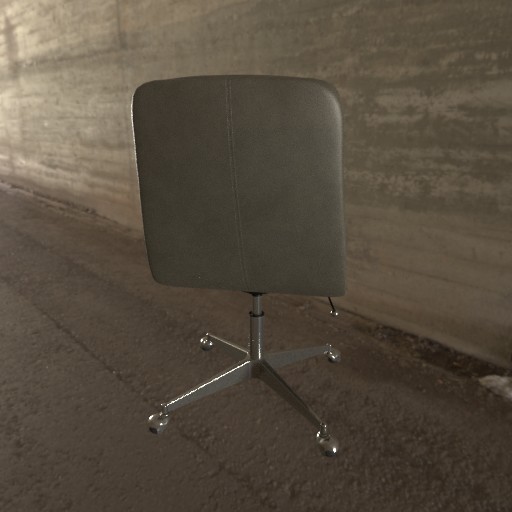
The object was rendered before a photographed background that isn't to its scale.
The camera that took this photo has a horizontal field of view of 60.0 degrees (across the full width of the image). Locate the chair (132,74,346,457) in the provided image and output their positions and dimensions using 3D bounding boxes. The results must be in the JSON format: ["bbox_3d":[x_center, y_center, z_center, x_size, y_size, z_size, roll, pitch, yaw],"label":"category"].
[{"bbox_3d":[0.000,0.000,1.019,0.422,0.738,0.485,3,17,10],"label":"chair"}]
